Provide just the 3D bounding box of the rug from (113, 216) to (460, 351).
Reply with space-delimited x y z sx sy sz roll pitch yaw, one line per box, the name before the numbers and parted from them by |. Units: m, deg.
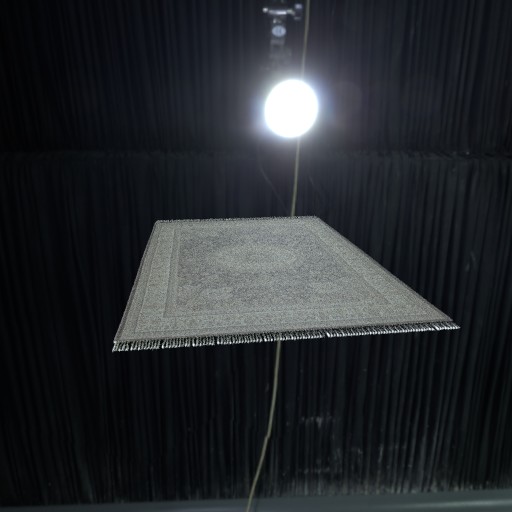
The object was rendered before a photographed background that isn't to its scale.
rug | 0.000 0.000 3.037 1.528 0.010 2.440 -2 17 -8
